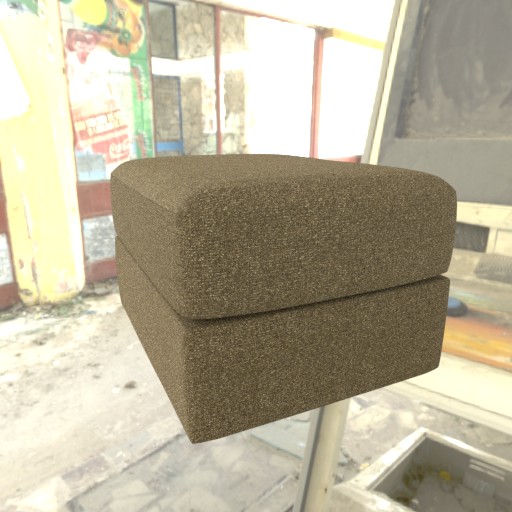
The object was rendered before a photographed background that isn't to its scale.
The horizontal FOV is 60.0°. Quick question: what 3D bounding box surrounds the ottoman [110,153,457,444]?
[{"bbox_3d":[0.000,0.000,1.115,0.598,0.476,0.742,-8,18,-25],"label":"ottoman"}]
